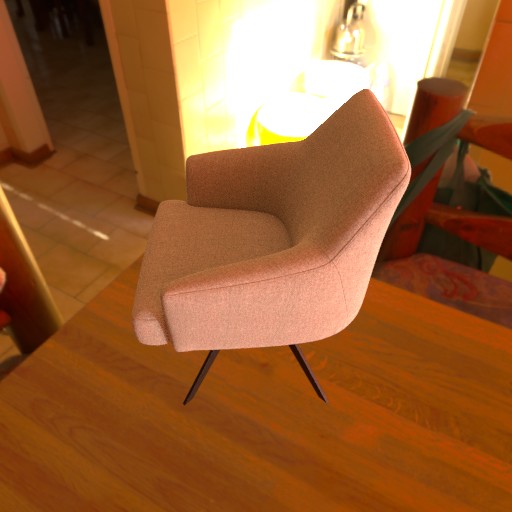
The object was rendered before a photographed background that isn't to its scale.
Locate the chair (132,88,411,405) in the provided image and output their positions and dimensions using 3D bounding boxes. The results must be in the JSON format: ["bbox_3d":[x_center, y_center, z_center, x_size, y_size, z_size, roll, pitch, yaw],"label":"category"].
[{"bbox_3d":[0.000,0.000,1.346,0.677,0.874,0.642,-1,43,-1],"label":"chair"}]
